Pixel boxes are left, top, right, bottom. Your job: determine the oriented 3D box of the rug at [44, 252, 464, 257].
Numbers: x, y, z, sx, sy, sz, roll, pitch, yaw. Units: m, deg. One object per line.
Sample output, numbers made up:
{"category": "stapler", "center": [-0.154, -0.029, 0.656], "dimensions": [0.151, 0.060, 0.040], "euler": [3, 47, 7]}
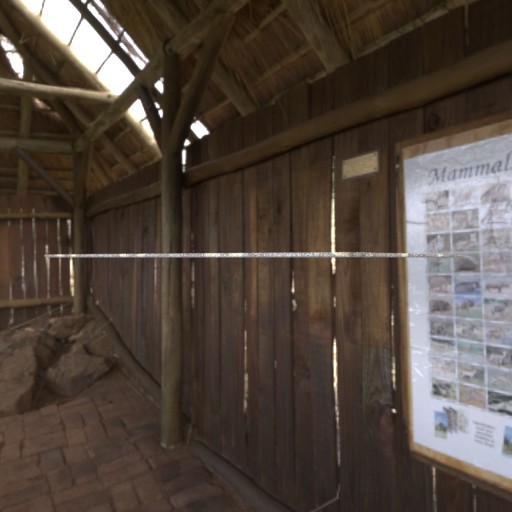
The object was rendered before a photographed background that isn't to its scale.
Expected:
{"category": "rug", "center": [0.000, 0.000, 4.023], "dimensions": [3.000, 0.026, 2.399], "euler": [0, 0, 37]}
